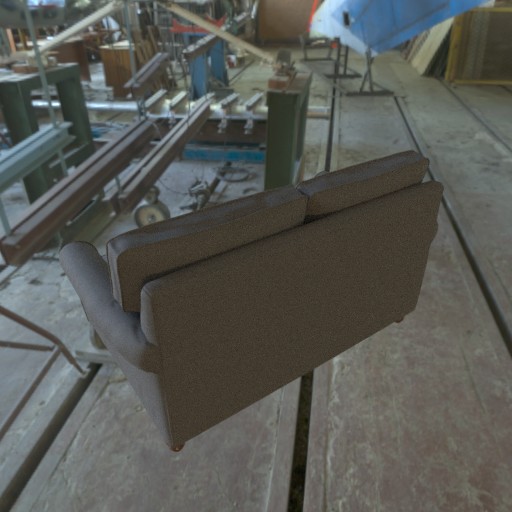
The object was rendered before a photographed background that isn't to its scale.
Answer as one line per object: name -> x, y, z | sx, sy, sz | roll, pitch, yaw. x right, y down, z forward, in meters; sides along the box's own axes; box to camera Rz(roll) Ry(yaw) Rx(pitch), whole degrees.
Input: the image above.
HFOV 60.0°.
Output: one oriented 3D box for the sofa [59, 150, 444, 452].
sofa -> 0.000, 0.000, 2.168 | 1.665, 0.937, 0.964 | -20, 37, -30
